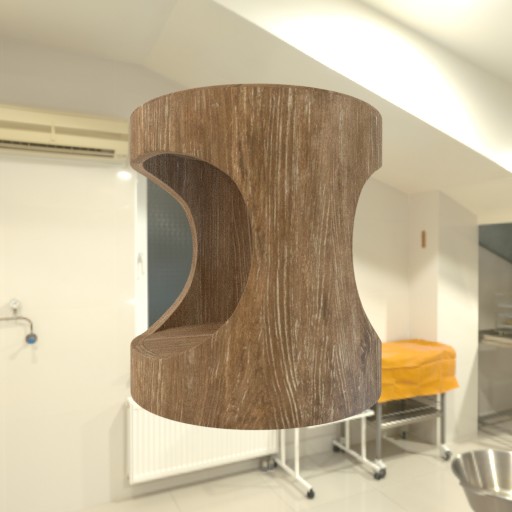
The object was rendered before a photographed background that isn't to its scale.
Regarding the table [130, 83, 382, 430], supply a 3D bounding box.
[{"bbox_3d":[0.000,0.000,0.965,0.527,0.551,0.527,0,1,0],"label":"table"}]
